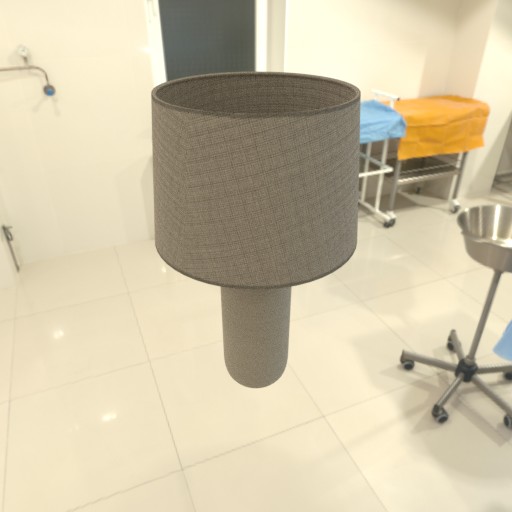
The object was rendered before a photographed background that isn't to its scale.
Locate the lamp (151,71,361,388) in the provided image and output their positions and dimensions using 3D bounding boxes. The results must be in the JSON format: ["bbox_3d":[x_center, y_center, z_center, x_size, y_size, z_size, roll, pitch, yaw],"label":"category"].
[{"bbox_3d":[0.000,0.000,0.846,0.367,0.609,0.367,0,31,0],"label":"lamp"}]
